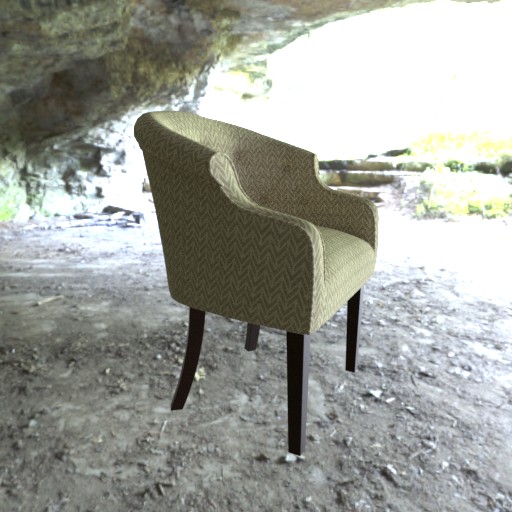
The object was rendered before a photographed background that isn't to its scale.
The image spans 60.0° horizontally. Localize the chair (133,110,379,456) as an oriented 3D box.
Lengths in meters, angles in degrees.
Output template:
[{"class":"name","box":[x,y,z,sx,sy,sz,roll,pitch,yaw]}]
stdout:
[{"class":"chair","box":[0.000,0.000,1.346,0.613,0.858,0.686,7,14,27]}]
